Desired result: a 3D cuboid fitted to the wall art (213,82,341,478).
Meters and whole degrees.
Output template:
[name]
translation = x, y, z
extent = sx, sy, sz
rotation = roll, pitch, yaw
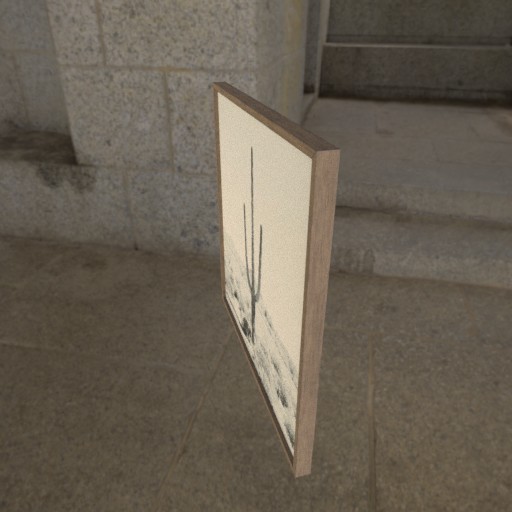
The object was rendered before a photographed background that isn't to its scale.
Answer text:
[wall art]
translation = 0.000, 0.000, 1.163
extent = 0.038, 0.762, 0.762
rotation = -8, 30, -14
